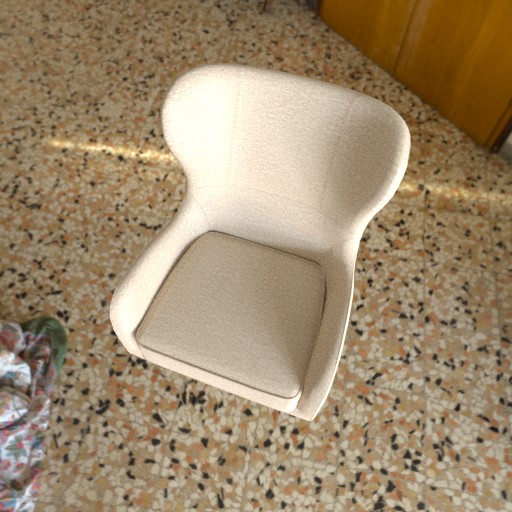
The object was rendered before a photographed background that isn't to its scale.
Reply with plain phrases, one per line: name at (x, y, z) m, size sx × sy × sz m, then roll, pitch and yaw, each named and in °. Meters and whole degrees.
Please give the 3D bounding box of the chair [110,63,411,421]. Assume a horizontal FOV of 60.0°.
chair at (0.000, 0.000, 1.780) m, size 0.861 × 1.064 × 0.984 m, roll 18°, pitch 61°, yaw 10°
